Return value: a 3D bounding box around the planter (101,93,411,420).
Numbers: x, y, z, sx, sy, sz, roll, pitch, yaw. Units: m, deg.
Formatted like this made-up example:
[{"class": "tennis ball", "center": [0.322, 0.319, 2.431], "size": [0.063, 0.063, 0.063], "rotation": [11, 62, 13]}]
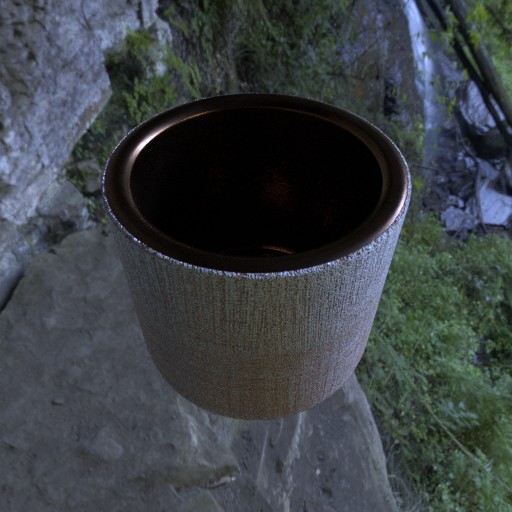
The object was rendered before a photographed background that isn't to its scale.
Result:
[{"class": "planter", "center": [0.000, 0.000, 0.190], "size": [0.109, 0.096, 0.109], "rotation": [0, 46, 0]}]
